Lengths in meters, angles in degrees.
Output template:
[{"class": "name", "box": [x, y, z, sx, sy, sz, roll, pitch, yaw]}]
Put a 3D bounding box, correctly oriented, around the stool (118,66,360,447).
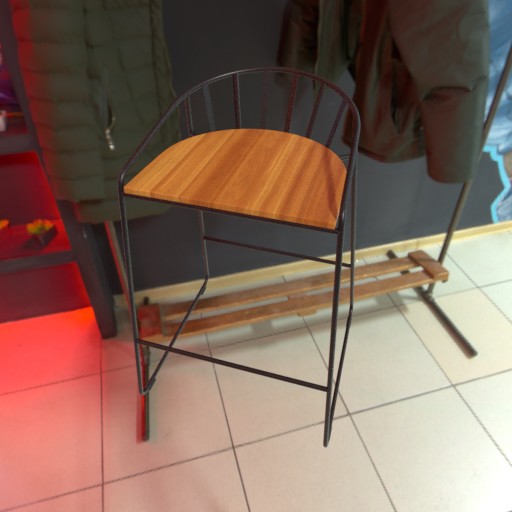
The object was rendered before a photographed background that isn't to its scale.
[{"class": "stool", "box": [0.000, 0.000, 1.148, 0.546, 0.812, 0.521, 11, 42, 13]}]
